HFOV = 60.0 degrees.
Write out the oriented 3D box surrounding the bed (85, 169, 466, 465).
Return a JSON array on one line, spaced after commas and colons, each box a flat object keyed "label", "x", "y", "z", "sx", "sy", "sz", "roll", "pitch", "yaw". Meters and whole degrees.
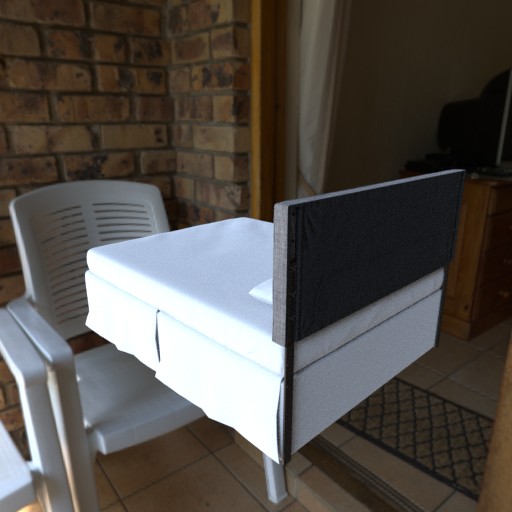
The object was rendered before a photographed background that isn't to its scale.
[{"label": "bed", "x": 0.000, "y": 0.000, "z": 2.951, "sx": 1.621, "sy": 1.168, "sz": 1.958, "roll": -16, "pitch": 24, "yaw": -42}]
